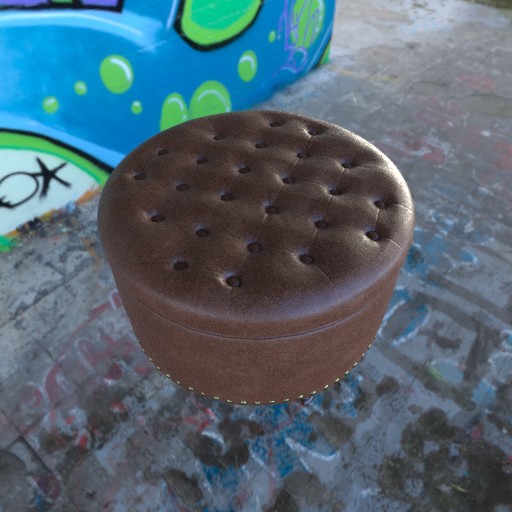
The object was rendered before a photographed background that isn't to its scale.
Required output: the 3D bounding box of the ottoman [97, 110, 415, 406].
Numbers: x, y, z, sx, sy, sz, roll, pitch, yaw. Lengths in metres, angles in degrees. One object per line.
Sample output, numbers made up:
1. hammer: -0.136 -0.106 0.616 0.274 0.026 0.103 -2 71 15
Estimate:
1. ottoman: 0.000 0.000 1.046 0.637 0.442 0.637 0 47 0
